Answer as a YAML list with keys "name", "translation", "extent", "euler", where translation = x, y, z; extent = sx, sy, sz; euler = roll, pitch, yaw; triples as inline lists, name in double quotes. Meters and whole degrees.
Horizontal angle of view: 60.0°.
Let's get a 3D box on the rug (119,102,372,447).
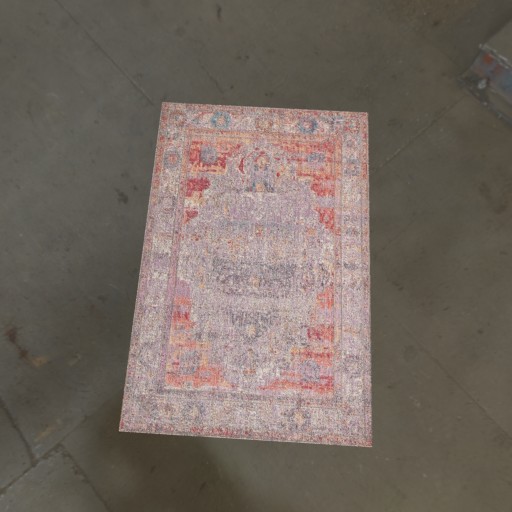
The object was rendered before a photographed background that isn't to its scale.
- name: "rug"
  translation: [0.000, 0.000, 2.375]
  extent: [1.219, 0.005, 1.829]
  euler: [3, 74, 1]
